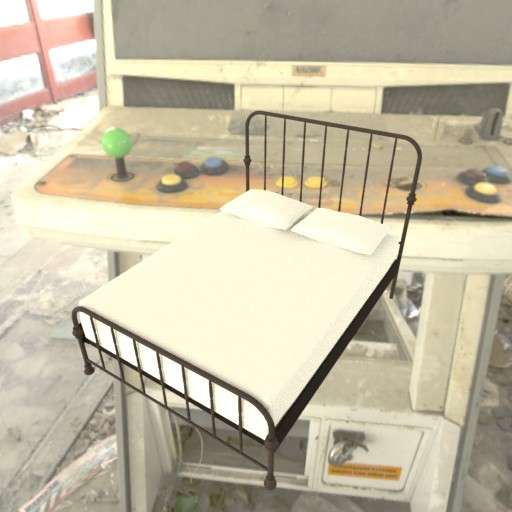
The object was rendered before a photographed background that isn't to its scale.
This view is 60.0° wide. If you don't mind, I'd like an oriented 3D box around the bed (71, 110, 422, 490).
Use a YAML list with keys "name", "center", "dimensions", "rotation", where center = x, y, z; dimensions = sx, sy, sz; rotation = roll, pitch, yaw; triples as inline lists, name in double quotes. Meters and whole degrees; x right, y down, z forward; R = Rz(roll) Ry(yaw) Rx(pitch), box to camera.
- name: "bed"
  center: [0.000, 0.000, 3.203]
  dimensions: [1.616, 1.446, 2.134]
  rotation: [19, 37, 28]
